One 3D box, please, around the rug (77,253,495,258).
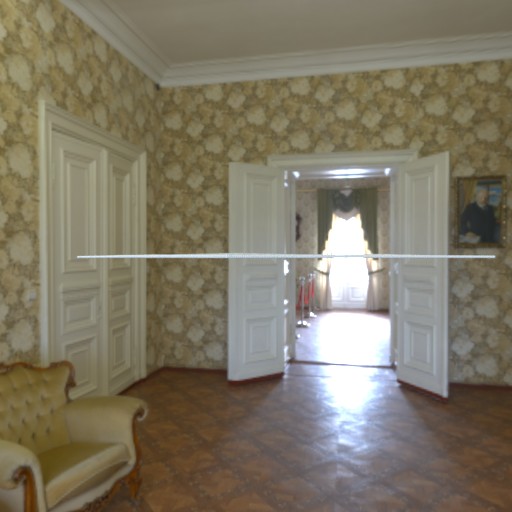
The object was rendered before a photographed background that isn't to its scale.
[{"bbox_3d":[0.000,0.000,3.824,2.311,0.032,2.921,0,0,-34],"label":"rug"}]
